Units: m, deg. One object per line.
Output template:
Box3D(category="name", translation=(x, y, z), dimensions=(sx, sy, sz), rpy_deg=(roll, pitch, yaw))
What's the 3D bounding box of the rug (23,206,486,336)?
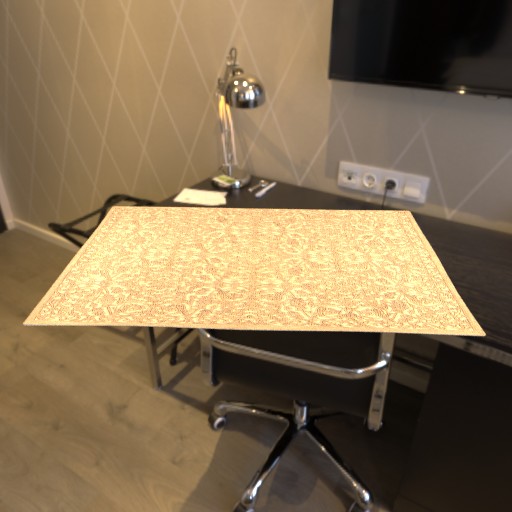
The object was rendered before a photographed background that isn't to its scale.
Box3D(category="rug", translation=(0.000, 0.000, 2.974), dimensions=(2.435, 0.012, 1.529), rpy_deg=(1, 31, 2))
